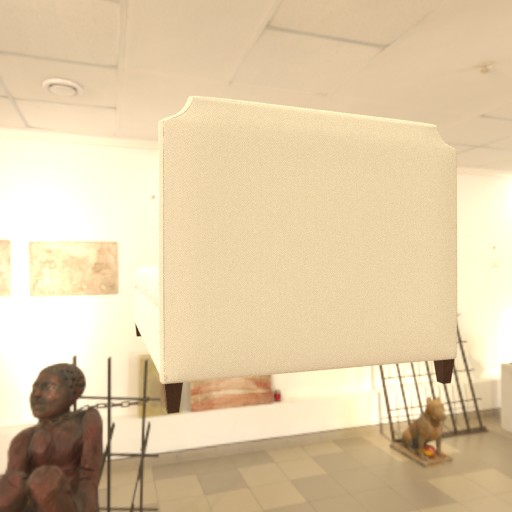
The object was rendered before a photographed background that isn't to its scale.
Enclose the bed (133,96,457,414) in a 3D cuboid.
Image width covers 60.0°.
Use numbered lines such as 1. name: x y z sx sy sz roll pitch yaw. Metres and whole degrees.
1. bed: 0.000 0.000 3.392 1.712 1.497 2.372 0 -1 -19
